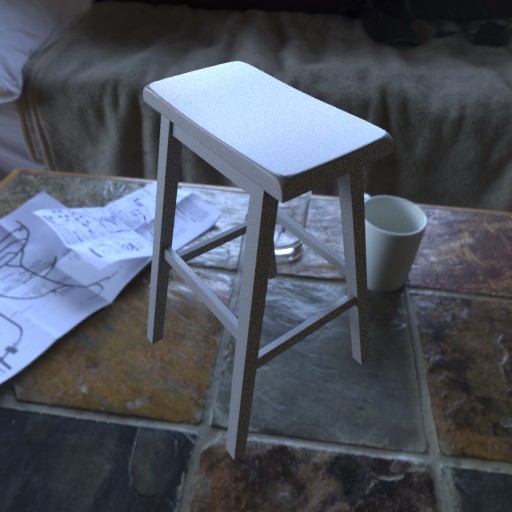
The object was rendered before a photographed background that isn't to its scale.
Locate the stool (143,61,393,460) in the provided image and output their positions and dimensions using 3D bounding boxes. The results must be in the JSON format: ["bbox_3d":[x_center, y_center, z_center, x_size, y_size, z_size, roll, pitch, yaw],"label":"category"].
[{"bbox_3d":[0.000,0.000,1.055,0.476,0.737,0.457,-27,49,-26],"label":"stool"}]
